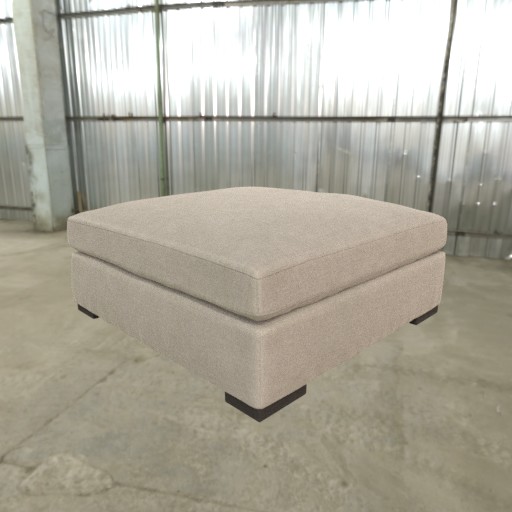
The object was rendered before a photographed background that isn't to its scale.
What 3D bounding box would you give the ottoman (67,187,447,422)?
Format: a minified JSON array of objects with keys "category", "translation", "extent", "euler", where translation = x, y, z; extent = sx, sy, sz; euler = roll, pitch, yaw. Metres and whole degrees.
[{"category":"ottoman","translation":[0.000,0.000,1.897],"extent":[1.171,0.517,1.203],"euler":[-14,20,-43]}]
